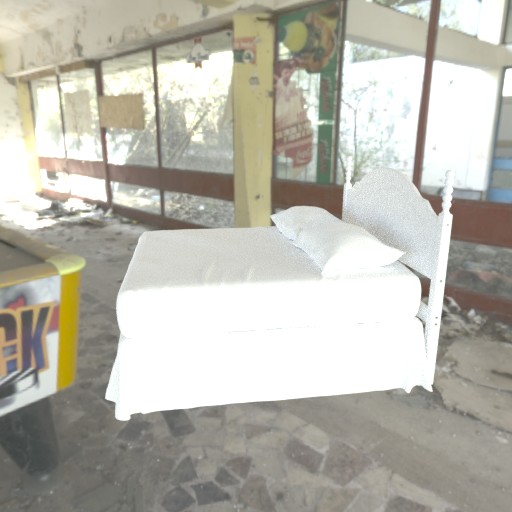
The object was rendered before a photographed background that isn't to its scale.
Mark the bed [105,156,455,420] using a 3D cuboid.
[{"bbox_3d":[0.000,0.000,3.282,2.040,1.356,1.873,-2,16,-9],"label":"bed"}]
